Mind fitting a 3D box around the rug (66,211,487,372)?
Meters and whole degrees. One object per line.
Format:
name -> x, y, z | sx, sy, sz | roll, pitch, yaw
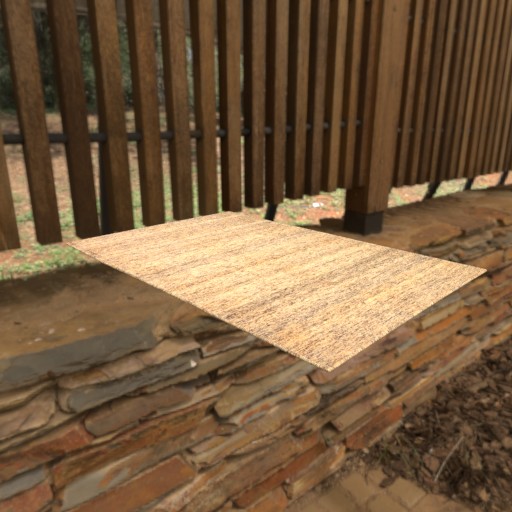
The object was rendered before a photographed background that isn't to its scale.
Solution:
rug -> 0.000, 0.000, 2.300 | 1.243, 0.014, 1.846 | -17, 24, -42
